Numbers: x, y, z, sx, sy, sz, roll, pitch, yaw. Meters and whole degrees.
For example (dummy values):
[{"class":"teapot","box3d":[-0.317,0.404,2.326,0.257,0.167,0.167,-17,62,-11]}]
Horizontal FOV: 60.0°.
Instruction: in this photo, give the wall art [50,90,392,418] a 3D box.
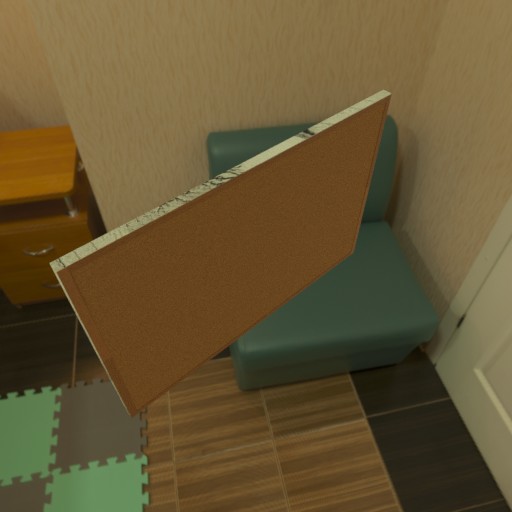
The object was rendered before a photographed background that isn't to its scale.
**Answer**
[{"class":"wall art","box3d":[0.000,0.000,1.467,1.141,0.758,0.035,-33,56,-26]}]
